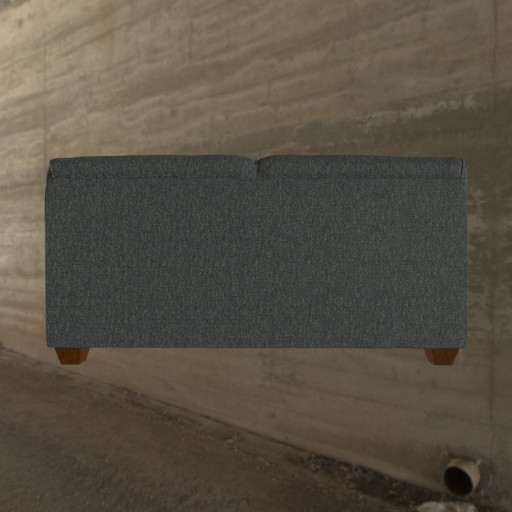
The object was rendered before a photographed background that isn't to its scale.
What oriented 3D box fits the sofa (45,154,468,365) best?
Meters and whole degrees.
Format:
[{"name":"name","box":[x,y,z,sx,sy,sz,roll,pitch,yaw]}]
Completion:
[{"name":"sofa","box":[0.000,0.000,2.397,1.846,0.958,0.998,0,1,0]}]
